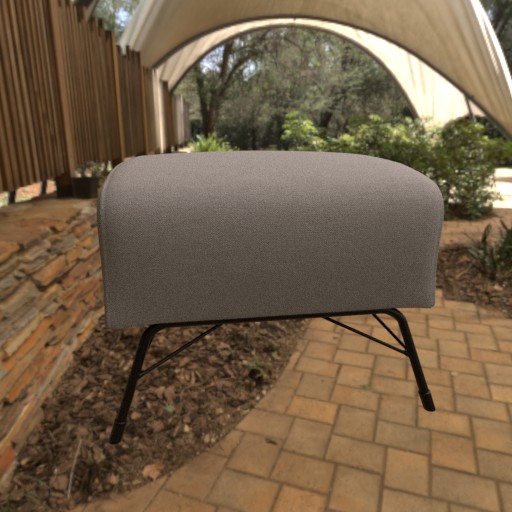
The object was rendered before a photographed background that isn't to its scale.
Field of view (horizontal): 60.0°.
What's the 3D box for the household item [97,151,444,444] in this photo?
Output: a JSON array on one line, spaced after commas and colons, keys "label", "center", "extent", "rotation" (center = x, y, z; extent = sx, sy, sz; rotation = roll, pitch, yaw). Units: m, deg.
[{"label": "household item", "center": [0.000, 0.000, 0.893], "extent": [0.530, 0.410, 0.530], "rotation": [-3, 17, -9]}]
